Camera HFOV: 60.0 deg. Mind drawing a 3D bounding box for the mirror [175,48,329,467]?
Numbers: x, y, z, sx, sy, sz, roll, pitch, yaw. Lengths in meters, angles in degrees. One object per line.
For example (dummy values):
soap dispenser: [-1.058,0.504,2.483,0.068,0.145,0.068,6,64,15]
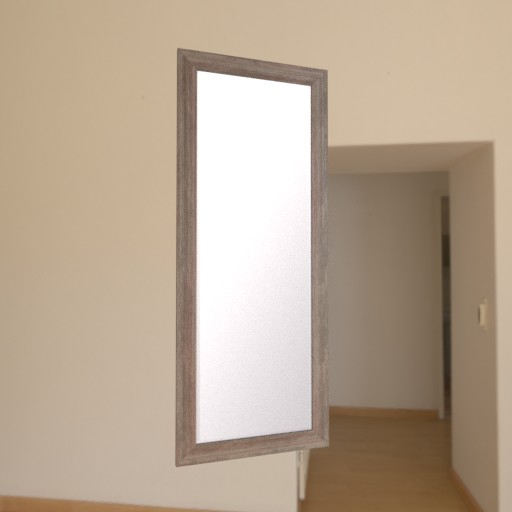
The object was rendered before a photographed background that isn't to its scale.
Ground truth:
mirror: [0.000,0.000,2.283,0.812,2.032,0.025,0,-1,-18]
